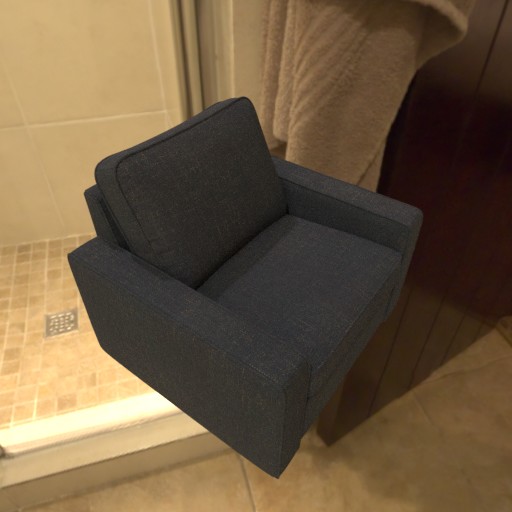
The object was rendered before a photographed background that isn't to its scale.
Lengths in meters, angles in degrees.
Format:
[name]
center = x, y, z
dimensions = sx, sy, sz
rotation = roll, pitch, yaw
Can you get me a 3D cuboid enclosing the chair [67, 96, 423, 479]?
[chair]
center = 0.000, 0.000, 1.702
dimensions = 0.940, 0.919, 1.017
rotation = 26, 48, 26
